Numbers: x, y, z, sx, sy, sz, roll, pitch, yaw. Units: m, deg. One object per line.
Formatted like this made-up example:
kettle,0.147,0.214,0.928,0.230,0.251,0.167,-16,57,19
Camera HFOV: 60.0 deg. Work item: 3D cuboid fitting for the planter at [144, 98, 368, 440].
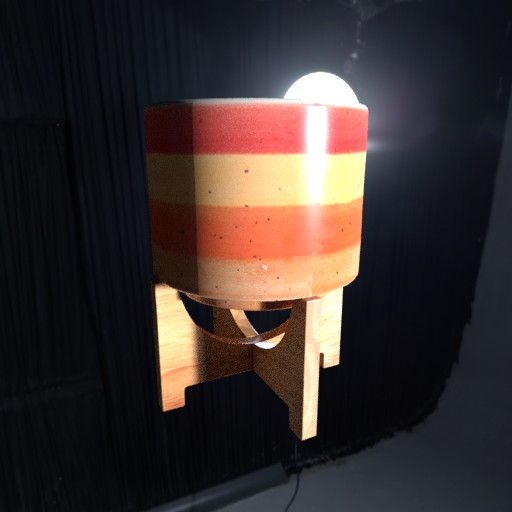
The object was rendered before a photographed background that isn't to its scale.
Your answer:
planter,0.000,0.000,0.420,0.199,0.268,0.199,0,15,0
